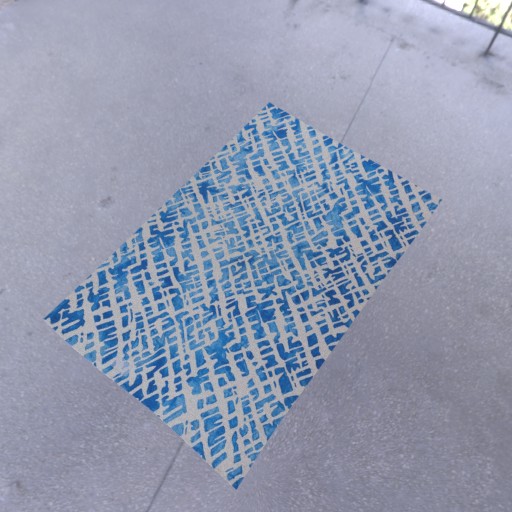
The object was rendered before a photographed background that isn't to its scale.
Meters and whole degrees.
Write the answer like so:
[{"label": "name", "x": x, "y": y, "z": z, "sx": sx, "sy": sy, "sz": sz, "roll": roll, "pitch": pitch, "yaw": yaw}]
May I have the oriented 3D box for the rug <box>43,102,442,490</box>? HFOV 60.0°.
[{"label": "rug", "x": 0.000, "y": 0.000, "z": 2.317, "sx": 1.209, "sy": 0.011, "sz": 1.830, "roll": 35, "pitch": 68, "yaw": 16}]
